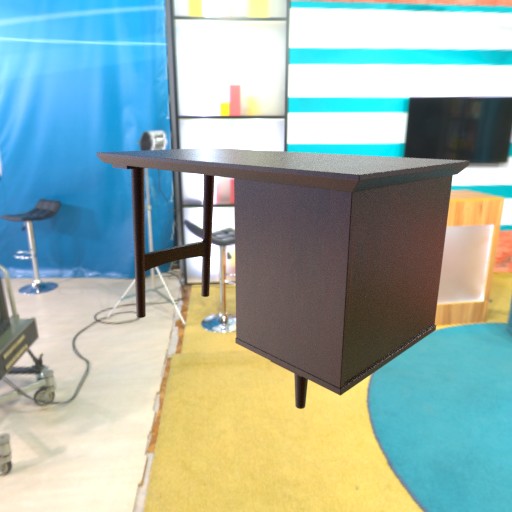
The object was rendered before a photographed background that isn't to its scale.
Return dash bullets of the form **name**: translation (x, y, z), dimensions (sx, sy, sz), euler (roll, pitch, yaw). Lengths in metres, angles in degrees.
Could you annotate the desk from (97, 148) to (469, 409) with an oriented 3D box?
- **desk**: translation (0.000, 0.000, 1.718), dimensions (0.612, 0.758, 1.277), euler (-15, 22, -42)
